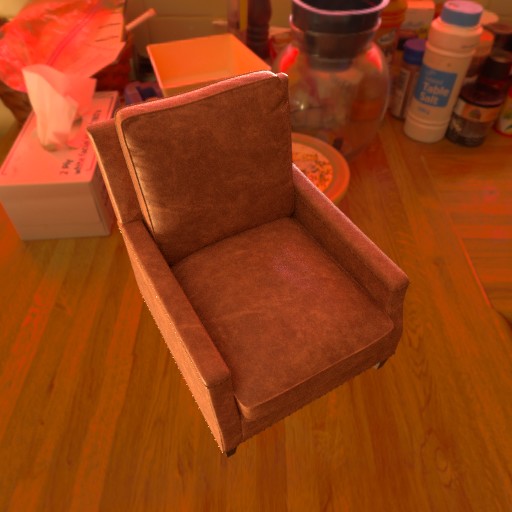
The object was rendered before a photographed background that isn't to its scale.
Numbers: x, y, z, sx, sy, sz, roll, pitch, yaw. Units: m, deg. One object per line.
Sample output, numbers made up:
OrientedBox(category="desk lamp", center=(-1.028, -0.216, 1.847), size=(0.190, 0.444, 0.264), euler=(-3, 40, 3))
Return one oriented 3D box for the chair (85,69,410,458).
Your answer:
OrientedBox(category="chair", center=(0.000, 0.000, 1.777), size=(0.854, 1.054, 1.035), euler=(-23, 52, -20))
